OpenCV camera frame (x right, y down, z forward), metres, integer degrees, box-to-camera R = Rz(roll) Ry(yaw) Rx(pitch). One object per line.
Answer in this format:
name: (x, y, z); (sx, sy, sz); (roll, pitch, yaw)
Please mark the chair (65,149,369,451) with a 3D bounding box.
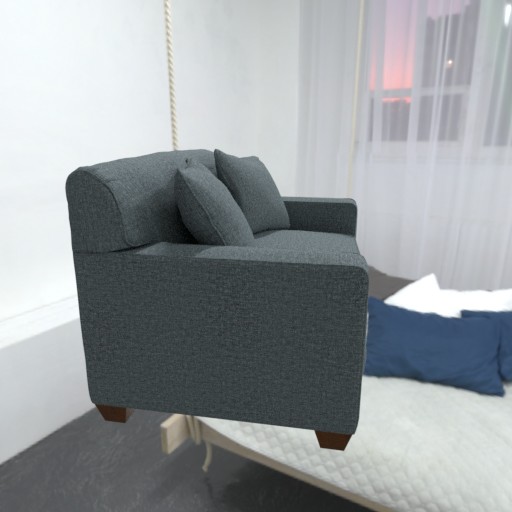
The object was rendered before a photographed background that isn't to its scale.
chair: (0.000, 0.000, 2.050); (1.000, 0.948, 1.383); (3, 16, 10)
